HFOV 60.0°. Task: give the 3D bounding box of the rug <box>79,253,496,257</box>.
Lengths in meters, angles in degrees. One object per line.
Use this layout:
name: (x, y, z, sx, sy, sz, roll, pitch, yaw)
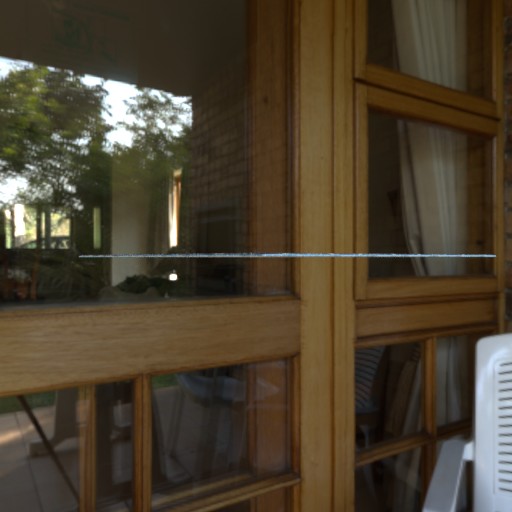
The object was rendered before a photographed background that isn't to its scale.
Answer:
rug: (0.000, 0.000, 2.793, 1.567, 0.014, 2.207, 0, 0, -36)
